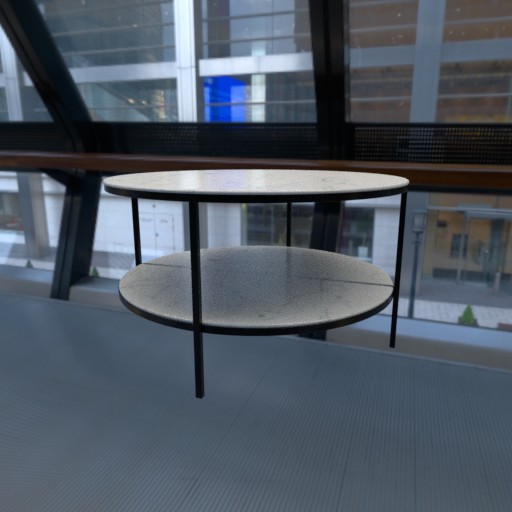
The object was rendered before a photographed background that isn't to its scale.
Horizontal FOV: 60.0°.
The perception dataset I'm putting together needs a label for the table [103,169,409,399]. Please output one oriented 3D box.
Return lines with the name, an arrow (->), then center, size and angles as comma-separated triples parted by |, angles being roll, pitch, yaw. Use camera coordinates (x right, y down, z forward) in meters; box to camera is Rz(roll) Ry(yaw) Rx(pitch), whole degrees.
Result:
table -> 0.000, 0.000, 1.274 | 0.800, 0.450, 0.800 | 0, 14, 0
